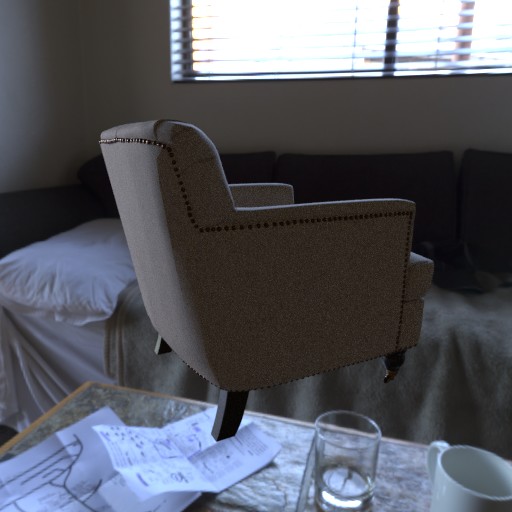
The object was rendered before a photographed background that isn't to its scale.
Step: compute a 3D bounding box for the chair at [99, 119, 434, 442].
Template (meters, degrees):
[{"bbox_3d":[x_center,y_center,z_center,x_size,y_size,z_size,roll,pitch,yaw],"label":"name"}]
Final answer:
[{"bbox_3d":[0.000,0.000,1.474,0.902,0.823,0.737,-7,15,-27],"label":"chair"}]
